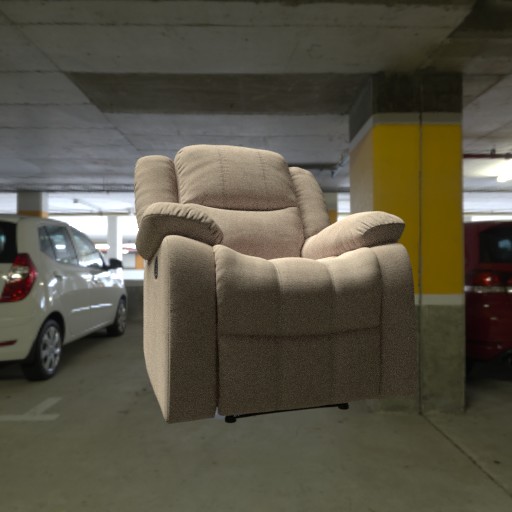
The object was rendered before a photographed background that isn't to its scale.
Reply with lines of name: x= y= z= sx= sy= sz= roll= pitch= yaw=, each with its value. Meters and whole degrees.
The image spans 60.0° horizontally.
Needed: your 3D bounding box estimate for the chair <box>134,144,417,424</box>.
chair: x=0.000 y=0.000 z=1.713 sx=0.899 sy=1.008 sz=0.944 roll=0 pitch=-1 yaw=-19
